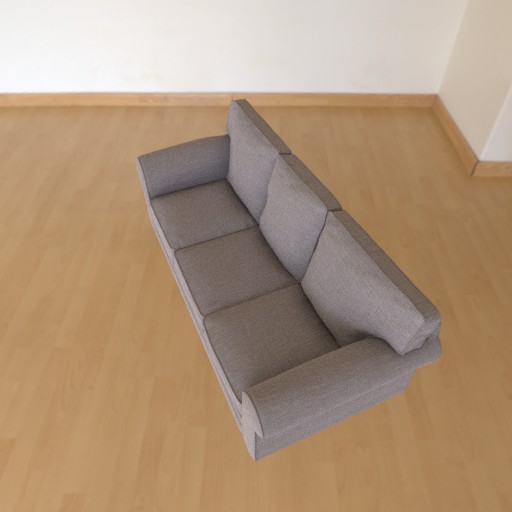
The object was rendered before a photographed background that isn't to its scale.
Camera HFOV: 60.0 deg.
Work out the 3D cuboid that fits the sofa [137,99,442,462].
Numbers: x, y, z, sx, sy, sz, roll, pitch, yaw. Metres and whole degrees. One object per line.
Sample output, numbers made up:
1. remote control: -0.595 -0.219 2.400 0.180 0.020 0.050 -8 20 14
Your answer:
1. sofa: 0.000 0.000 2.608 0.916 0.961 2.084 -18 49 -17
